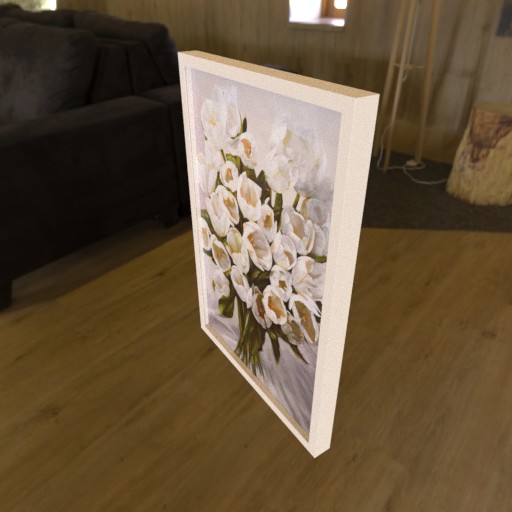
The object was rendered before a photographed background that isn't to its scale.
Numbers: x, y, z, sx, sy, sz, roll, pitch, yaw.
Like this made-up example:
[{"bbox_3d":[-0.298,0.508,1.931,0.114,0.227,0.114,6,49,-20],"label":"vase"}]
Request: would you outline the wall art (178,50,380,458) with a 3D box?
[{"bbox_3d":[0.000,0.000,0.833,0.038,0.657,0.450,-20,37,-29],"label":"wall art"}]
